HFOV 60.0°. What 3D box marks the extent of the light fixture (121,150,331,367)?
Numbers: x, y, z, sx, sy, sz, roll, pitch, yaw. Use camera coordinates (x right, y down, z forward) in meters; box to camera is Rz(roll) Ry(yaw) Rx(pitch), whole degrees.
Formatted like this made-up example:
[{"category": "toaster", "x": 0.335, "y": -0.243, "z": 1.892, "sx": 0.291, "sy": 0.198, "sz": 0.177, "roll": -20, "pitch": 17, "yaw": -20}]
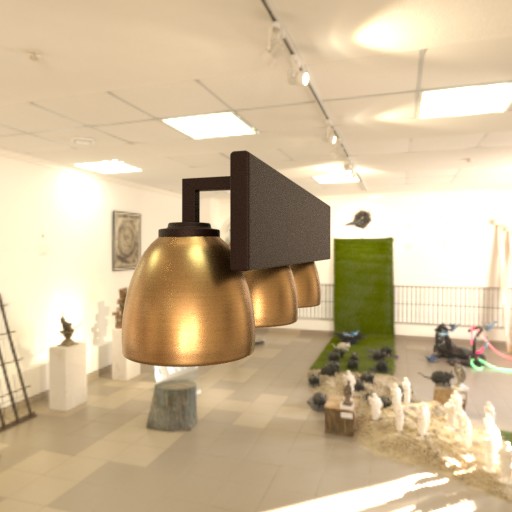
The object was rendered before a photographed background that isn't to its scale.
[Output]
[{"category": "light fixture", "x": 0.000, "y": 0.000, "z": 0.693, "sx": 0.157, "sy": 0.204, "sz": 0.582, "roll": 0, "pitch": 1, "yaw": 17}]
